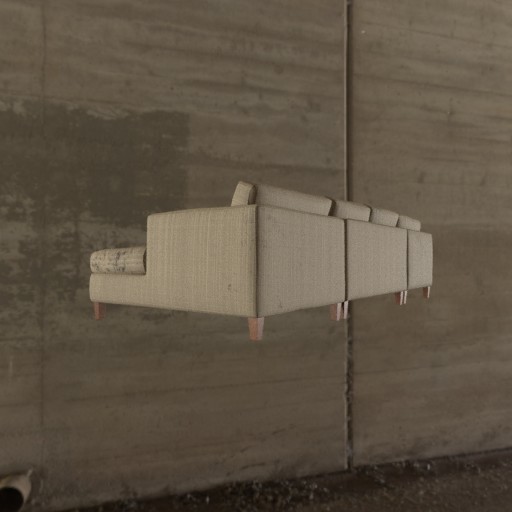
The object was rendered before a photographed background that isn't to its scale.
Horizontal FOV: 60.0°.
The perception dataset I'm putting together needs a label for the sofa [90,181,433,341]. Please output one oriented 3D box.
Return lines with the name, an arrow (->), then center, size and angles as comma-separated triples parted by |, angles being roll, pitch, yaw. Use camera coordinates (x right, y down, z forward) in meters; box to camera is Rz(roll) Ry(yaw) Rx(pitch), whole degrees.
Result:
sofa -> 0.000, 0.000, 4.526 | 2.594, 0.961, 3.460 | 0, 0, 37
